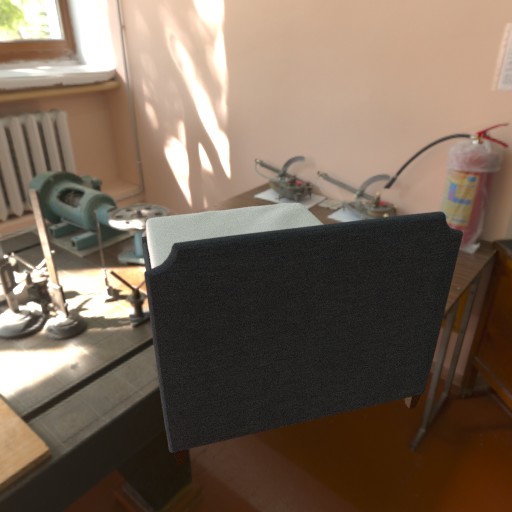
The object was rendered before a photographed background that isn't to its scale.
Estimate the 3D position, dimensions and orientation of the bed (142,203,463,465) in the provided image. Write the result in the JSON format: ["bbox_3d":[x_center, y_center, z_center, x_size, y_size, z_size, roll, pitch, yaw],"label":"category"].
[{"bbox_3d":[0.000,0.000,3.465,1.713,1.443,2.372,-8,28,-14],"label":"bed"}]
